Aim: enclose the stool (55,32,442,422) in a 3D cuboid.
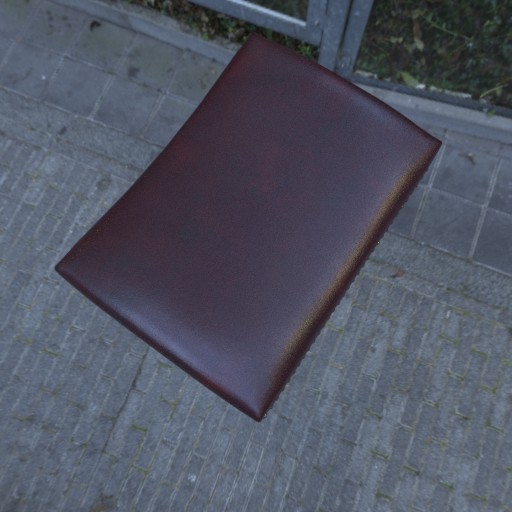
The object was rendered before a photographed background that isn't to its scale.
[{"bbox_3d":[0.000,0.000,0.938,0.372,0.657,0.504,34,77,9],"label":"stool"}]
